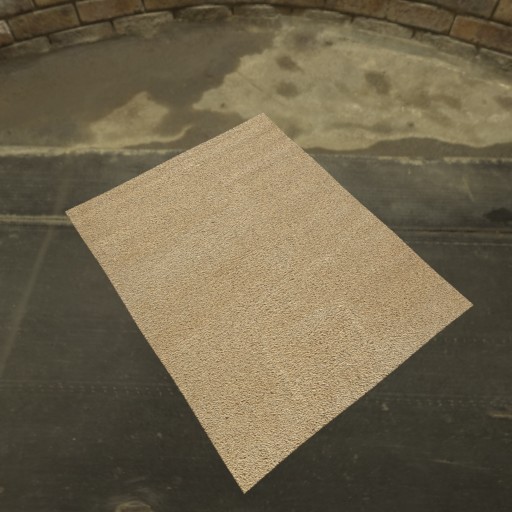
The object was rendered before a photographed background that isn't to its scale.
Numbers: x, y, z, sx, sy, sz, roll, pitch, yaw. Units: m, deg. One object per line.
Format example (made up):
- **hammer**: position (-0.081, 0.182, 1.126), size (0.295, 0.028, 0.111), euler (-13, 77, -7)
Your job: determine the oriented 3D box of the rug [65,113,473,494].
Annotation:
- **rug**: position (0.000, 0.000, 4.047), size (2.400, 0.025, 3.000), euler (-32, 63, -18)
